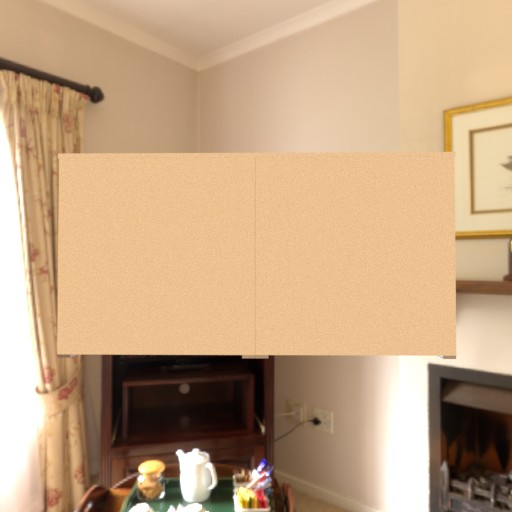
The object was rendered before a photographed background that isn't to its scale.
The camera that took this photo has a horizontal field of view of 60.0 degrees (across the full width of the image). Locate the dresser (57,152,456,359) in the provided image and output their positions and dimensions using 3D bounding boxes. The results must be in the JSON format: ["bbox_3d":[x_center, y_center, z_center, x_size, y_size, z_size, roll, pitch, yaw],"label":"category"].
[{"bbox_3d":[0.000,0.000,1.870,1.535,0.790,0.333,0,-1,1],"label":"dresser"}]
